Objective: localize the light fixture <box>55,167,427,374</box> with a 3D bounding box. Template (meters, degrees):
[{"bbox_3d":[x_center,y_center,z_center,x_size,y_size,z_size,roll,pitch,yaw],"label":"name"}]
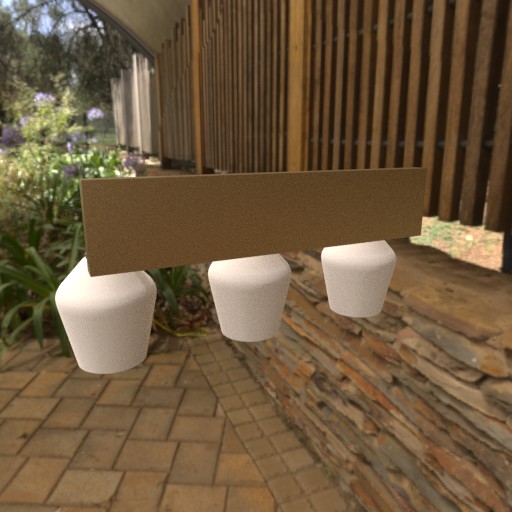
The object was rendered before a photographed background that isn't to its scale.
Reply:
[{"bbox_3d":[0.000,0.000,0.728,0.609,0.280,0.190,-7,16,-26],"label":"light fixture"}]
